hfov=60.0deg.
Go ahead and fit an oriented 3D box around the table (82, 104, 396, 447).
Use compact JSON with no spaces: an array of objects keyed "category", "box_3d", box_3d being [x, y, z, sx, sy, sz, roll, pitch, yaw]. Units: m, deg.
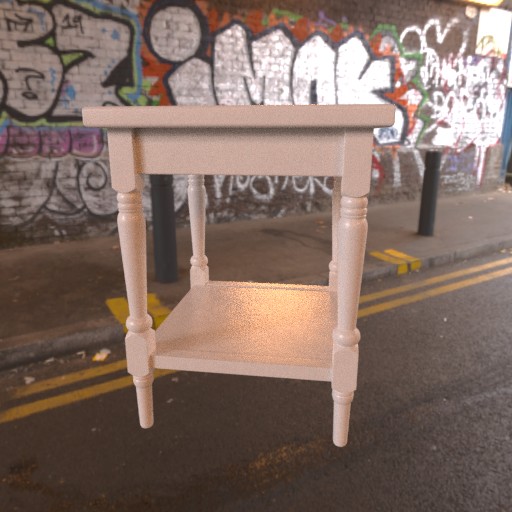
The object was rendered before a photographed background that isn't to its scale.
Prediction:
[{"category":"table","box_3d":[0.000,0.000,0.919,0.442,0.565,0.488,2,16,8]}]
